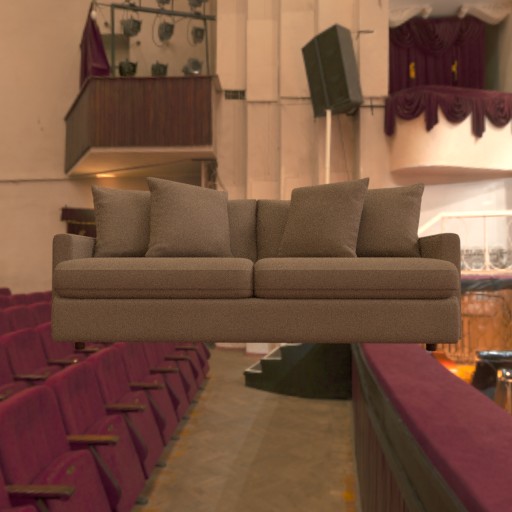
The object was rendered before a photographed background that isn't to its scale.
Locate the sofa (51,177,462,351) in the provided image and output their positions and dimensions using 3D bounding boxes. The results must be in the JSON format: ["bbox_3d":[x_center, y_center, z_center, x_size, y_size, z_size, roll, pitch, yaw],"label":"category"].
[{"bbox_3d":[0.000,0.000,3.010,2.380,1.084,1.228,0,-2,1],"label":"sofa"}]
